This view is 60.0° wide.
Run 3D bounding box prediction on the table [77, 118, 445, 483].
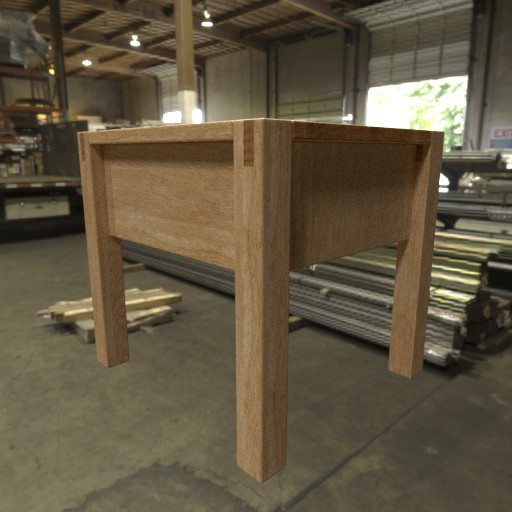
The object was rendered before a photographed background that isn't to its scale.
[{"bbox_3d":[0.000,0.000,0.833,0.440,0.450,0.480,-12,18,-42],"label":"table"}]
